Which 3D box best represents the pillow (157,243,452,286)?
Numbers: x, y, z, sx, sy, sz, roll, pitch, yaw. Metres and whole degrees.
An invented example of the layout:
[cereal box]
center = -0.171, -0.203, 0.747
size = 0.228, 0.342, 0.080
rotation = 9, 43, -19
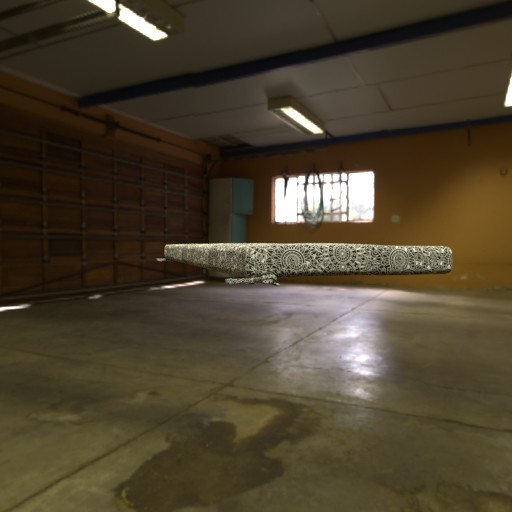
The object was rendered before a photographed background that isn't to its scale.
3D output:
[pillow]
center = 0.000, 0.000, 1.386
size = 0.492, 0.081, 1.187
rotation = -1, 2, -19
